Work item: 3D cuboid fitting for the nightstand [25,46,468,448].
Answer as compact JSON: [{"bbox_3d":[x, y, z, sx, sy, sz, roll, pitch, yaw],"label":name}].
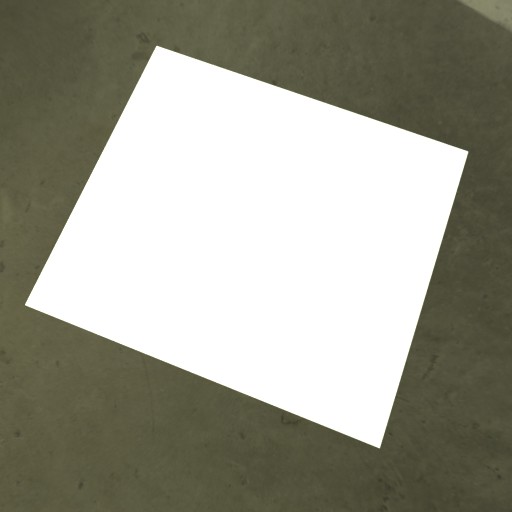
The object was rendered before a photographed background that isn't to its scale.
[{"bbox_3d":[0.000,0.000,0.756,0.470,0.351,0.408,21,77,5],"label":"nightstand"}]
